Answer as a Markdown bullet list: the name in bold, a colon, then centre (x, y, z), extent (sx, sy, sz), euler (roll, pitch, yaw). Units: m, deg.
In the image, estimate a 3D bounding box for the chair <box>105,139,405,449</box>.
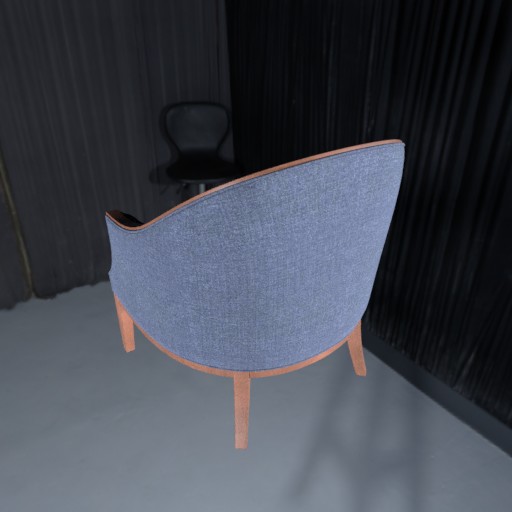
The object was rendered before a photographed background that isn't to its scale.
- **chair**: centre (0.000, 0.000, 1.453), extent (0.803, 0.876, 0.735), euler (-19, 34, -30)
